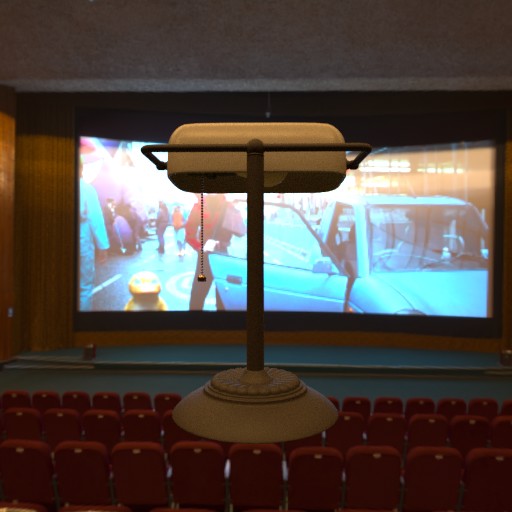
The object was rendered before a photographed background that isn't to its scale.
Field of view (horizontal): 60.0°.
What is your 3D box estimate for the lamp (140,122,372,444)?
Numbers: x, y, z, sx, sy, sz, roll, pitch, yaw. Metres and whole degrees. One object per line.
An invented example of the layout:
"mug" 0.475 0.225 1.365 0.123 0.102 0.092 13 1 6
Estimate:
"lamp" 0.000 0.000 0.519 0.264 0.339 0.243 0 -1 1
